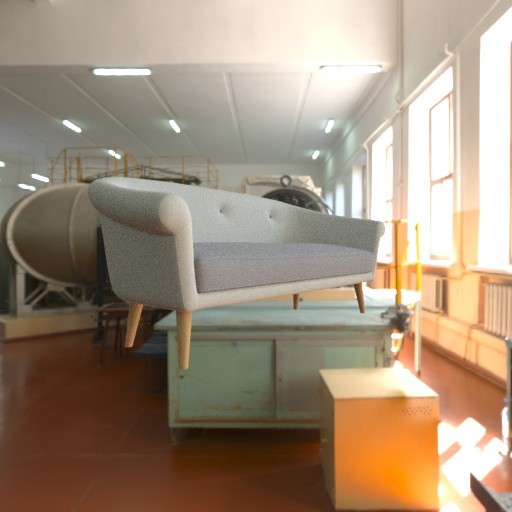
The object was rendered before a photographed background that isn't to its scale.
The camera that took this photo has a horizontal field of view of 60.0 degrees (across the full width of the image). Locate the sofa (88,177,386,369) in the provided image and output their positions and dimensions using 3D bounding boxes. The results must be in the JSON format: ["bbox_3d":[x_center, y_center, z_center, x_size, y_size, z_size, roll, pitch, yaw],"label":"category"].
[{"bbox_3d":[0.000,0.000,2.588,0.827,0.795,2.160,1,1,36],"label":"sofa"}]
